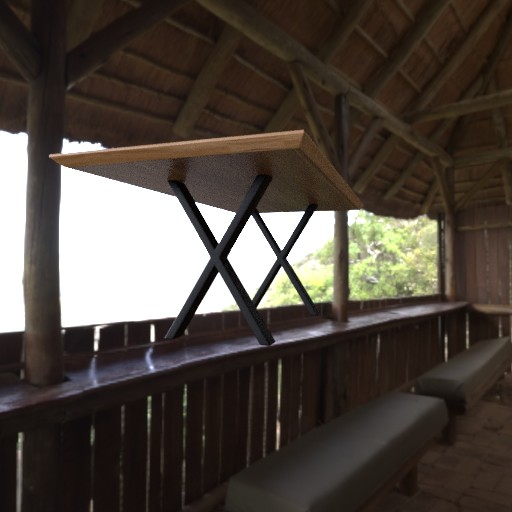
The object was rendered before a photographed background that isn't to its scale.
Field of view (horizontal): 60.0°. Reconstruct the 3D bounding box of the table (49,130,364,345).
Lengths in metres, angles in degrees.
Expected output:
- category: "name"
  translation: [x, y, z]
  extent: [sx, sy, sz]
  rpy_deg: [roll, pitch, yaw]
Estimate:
- category: "table"
  translation: [0.000, 0.000, 2.488]
  extent: [1.000, 0.770, 2.000]
  rpy_deg: [0, -1, 19]
